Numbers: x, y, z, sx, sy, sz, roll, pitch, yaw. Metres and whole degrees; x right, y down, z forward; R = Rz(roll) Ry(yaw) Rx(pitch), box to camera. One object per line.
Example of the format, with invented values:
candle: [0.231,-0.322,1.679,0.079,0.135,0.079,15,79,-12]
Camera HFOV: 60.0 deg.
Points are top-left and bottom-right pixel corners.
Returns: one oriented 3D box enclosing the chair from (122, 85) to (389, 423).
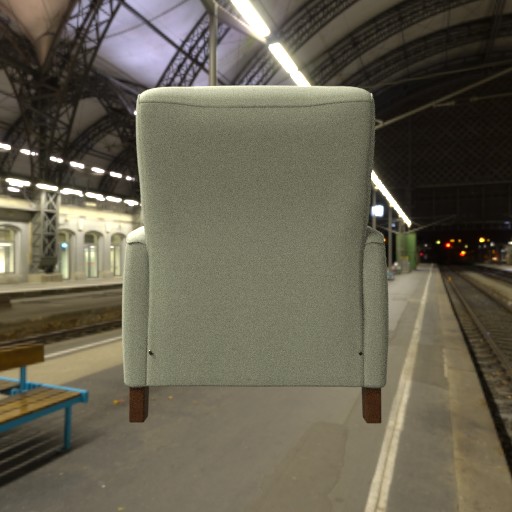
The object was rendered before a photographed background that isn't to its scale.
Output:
chair: [0.000,0.000,1.668,0.853,1.007,0.846,0,0,1]
